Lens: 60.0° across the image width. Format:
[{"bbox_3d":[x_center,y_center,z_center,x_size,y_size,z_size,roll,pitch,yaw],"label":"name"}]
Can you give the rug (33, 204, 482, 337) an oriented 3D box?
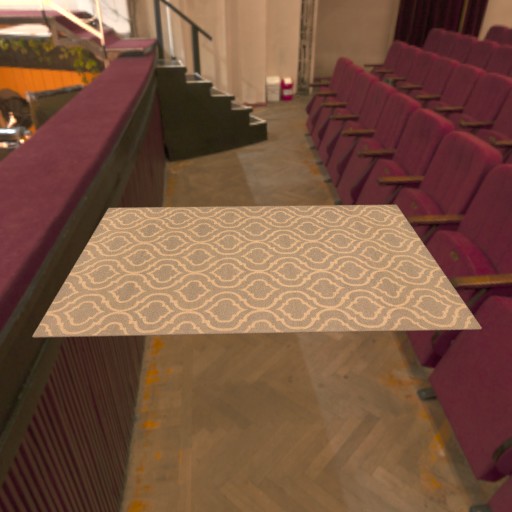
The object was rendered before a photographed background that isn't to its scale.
[{"bbox_3d":[0.000,0.000,2.206,1.749,0.015,1.141,-1,31,-1],"label":"rug"}]
